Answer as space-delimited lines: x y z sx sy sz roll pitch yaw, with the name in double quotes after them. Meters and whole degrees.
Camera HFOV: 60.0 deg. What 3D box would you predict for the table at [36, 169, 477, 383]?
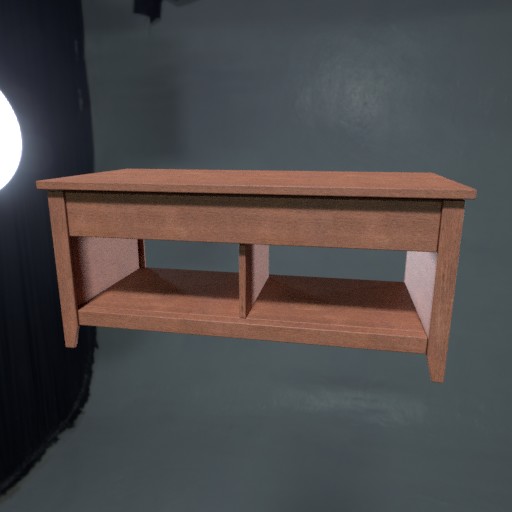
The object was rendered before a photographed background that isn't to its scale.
0.000 0.000 1.289 1.016 0.457 0.483 3 15 11 "table"
